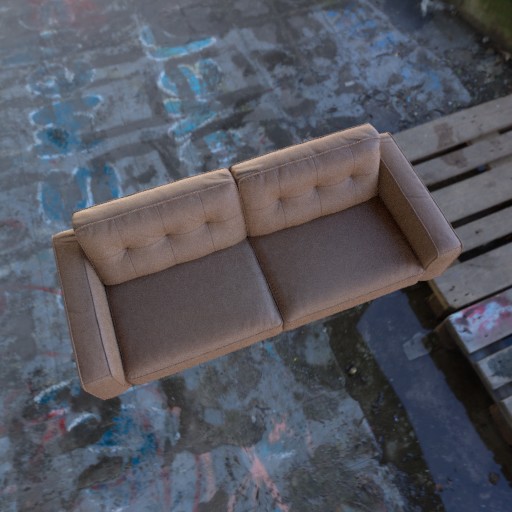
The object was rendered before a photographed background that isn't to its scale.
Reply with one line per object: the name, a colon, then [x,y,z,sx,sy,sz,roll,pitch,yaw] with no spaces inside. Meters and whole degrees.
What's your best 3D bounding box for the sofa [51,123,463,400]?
sofa: [0.000,0.000,2.743,2.270,0.780,0.953,-19,65,-9]
